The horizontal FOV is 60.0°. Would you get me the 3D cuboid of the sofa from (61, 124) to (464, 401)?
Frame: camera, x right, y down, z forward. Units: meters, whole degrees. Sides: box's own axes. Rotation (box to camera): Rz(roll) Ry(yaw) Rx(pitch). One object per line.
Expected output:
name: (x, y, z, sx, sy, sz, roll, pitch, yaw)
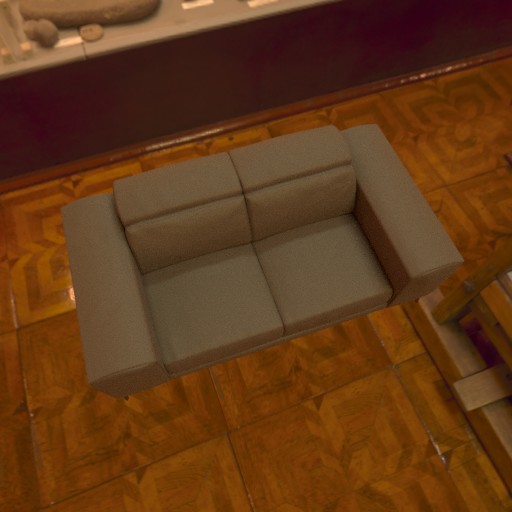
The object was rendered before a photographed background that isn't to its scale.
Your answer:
sofa: (0.000, 0.000, 2.481, 1.895, 0.779, 1.003, -17, 63, -9)
